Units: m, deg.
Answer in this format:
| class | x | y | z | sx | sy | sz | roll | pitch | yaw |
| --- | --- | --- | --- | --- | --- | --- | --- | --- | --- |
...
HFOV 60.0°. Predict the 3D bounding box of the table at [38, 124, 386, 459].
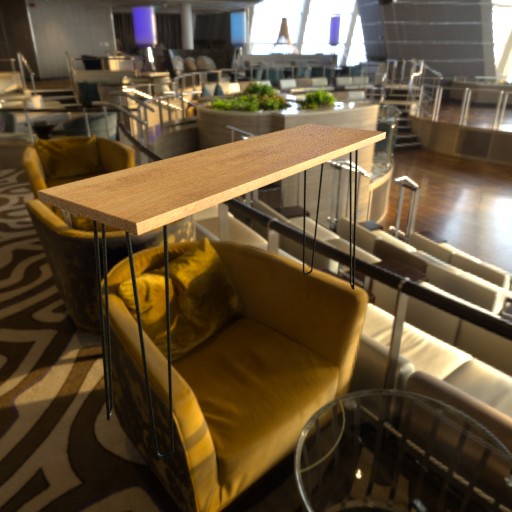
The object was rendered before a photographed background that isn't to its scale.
| class | x | y | z | sx | sy | sz | roll | pitch | yaw |
| --- | --- | --- | --- | --- | --- | --- | --- | --- | --- |
| table | 0.000 | 0.000 | 1.740 | 0.399 | 0.799 | 1.400 | 18 | 31 | 33 |
